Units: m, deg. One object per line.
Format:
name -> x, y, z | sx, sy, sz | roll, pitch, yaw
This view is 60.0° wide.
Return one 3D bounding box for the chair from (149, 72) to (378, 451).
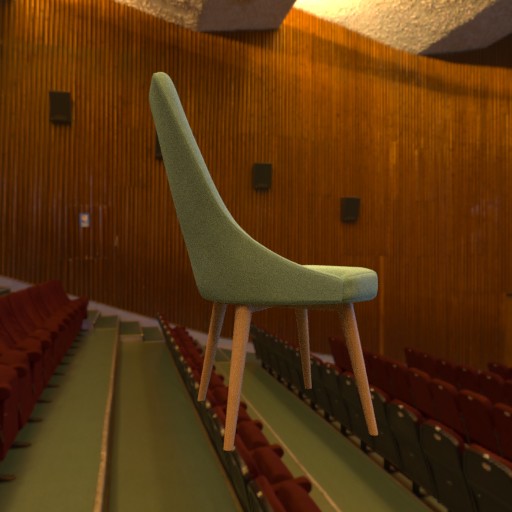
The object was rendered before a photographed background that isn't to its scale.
chair -> 0.000, 0.000, 1.421 | 0.660, 1.040, 0.510 | 0, 0, -17
